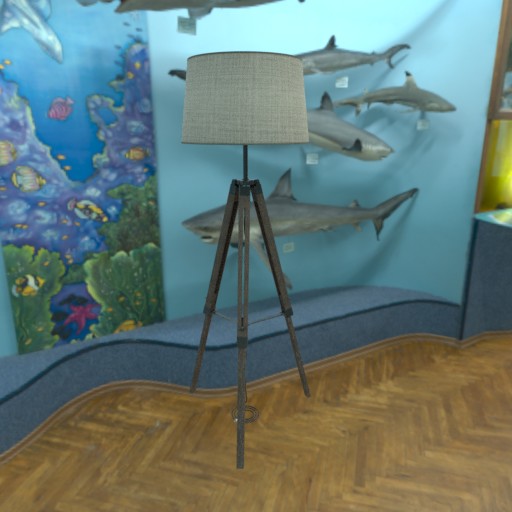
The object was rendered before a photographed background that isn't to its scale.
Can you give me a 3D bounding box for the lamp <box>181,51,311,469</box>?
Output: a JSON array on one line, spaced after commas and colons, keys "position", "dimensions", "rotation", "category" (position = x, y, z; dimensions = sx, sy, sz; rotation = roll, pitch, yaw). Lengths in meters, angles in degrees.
[{"position": [0.000, 0.000, 1.864], "dimensions": [0.587, 1.510, 0.604], "rotation": [-8, 18, -27], "category": "lamp"}]
